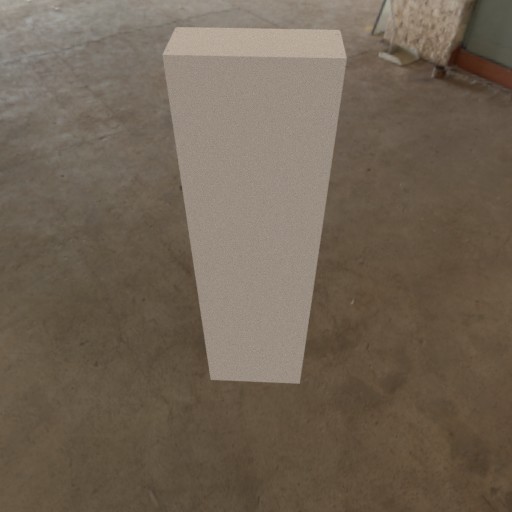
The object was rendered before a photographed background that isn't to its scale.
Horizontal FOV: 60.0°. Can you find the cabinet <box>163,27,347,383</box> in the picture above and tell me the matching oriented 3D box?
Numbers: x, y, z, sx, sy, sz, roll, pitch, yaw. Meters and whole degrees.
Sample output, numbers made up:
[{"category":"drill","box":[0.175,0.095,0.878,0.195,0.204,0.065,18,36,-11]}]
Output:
[{"category":"cabinet","box":[0.000,0.000,1.924,0.500,1.790,0.230,2,46,2]}]
